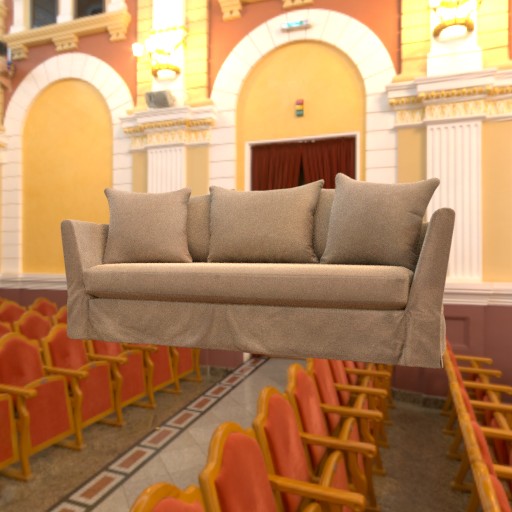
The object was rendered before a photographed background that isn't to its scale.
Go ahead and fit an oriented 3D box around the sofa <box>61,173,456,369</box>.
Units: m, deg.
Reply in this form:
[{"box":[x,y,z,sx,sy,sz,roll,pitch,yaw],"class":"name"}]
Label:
[{"box":[0.000,0.000,2.868,2.290,1.034,1.031,0,0,20],"class":"sofa"}]
